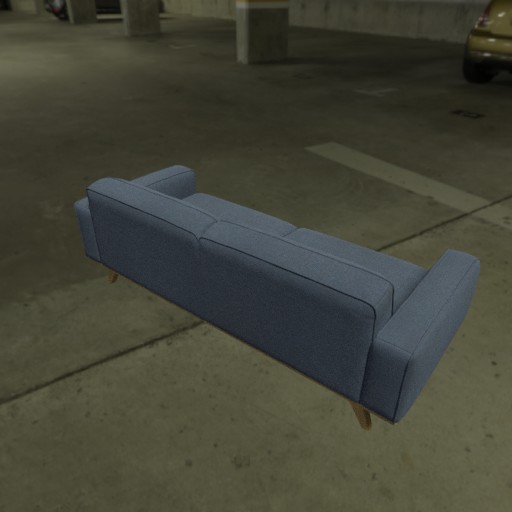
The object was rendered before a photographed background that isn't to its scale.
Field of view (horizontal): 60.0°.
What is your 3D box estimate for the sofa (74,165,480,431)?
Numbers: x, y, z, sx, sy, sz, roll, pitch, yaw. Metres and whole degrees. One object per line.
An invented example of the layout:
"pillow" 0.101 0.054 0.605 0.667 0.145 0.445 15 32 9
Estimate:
"sofa" 0.000 0.000 2.645 2.270 0.782 0.953 22 38 32
